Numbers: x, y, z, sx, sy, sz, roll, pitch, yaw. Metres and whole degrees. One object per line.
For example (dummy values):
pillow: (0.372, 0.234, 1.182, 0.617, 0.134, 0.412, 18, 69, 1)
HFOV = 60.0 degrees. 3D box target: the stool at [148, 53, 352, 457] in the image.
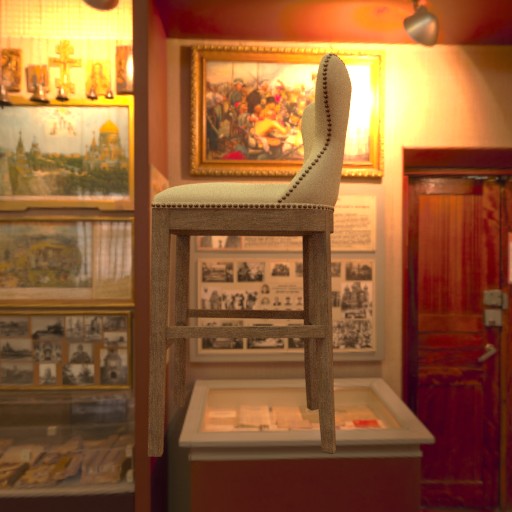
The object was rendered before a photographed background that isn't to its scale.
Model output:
stool: (0.000, 0.000, 1.444, 0.606, 1.123, 0.494, 0, 0, 0)
